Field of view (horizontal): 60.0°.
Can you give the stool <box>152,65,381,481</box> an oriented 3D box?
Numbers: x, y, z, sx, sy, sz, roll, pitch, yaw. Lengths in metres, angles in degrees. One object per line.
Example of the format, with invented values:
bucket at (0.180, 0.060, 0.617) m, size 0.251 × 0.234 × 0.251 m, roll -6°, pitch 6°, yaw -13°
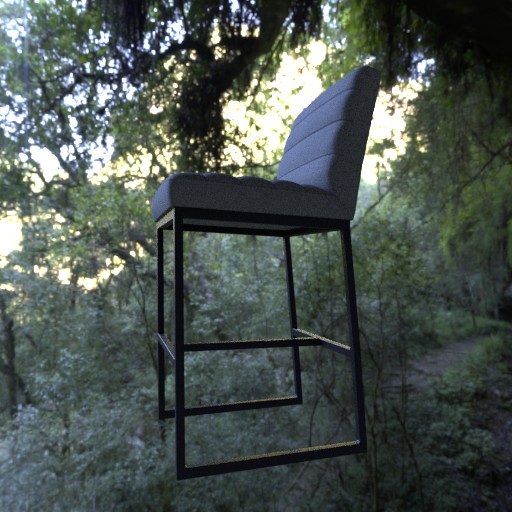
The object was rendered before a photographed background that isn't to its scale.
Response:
stool at (0.000, 0.000, 1.304) m, size 0.571 × 1.034 × 0.459 m, roll 0°, pitch -1°, yaw -18°
